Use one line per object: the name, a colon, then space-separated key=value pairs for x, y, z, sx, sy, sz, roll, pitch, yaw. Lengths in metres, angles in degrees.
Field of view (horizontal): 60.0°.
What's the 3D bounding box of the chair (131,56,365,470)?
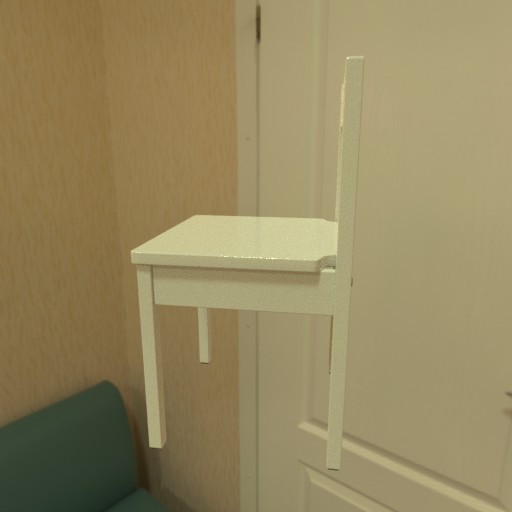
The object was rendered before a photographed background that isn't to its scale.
chair: x=0.000 y=0.000 z=0.882 sx=0.361 sy=0.668 sz=0.367 roll=2 pitch=15 yaw=9
